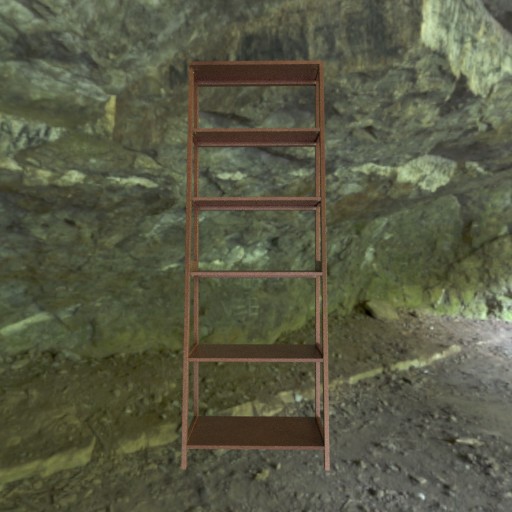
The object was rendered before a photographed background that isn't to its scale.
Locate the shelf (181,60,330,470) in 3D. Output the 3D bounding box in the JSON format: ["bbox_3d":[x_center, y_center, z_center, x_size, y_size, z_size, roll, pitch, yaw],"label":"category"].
[{"bbox_3d":[0.000,0.000,2.152,0.660,1.892,0.382,0,0,1],"label":"shelf"}]
